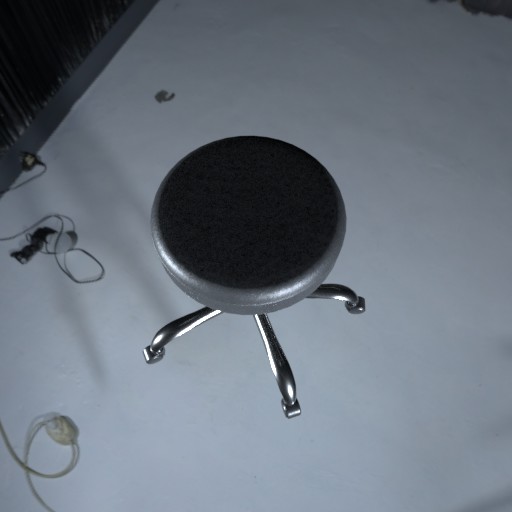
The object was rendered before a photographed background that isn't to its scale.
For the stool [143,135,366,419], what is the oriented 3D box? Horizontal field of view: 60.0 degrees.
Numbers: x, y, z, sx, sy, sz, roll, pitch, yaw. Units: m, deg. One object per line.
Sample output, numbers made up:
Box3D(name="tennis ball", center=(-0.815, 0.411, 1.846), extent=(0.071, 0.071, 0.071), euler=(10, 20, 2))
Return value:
Box3D(name="stool", center=(0.000, 0.000, 1.164), extent=(0.673, 0.576, 0.638), euler=(19, 64, 9))
